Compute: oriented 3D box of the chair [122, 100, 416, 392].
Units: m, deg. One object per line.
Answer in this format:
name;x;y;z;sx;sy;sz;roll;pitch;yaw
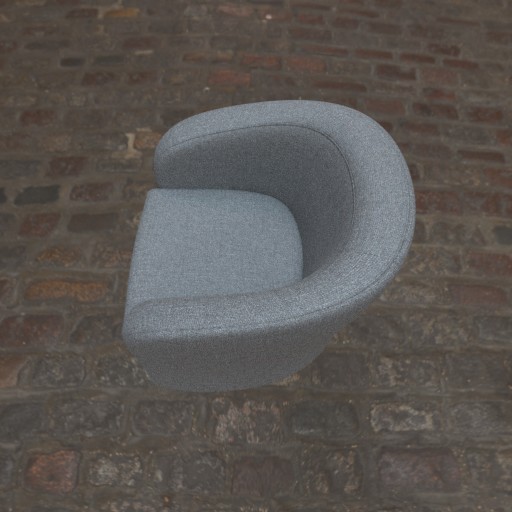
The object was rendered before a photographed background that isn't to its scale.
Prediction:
chair;0.000;0.000;1.458;0.815;0.771;0.791;1;58;0
